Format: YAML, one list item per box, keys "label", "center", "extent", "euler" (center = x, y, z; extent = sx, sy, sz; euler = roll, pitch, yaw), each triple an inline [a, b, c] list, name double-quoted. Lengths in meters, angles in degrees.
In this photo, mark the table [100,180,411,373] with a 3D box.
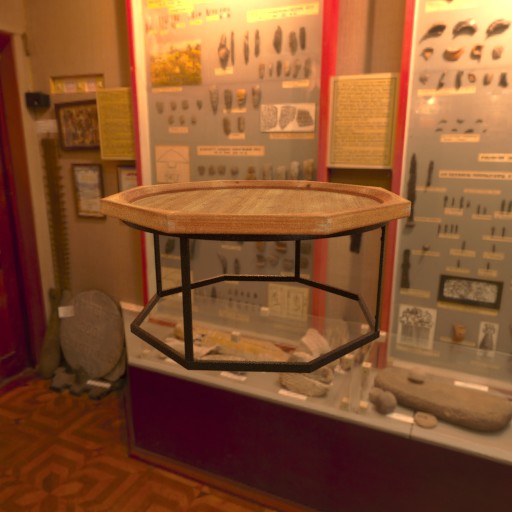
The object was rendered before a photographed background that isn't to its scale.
- label: "table"
  center: [0.000, 0.000, 1.556]
  extent: [1.002, 0.444, 1.002]
  euler: [0, 15, 0]
